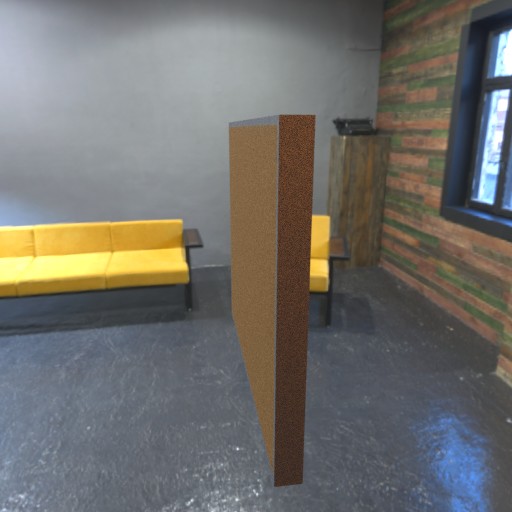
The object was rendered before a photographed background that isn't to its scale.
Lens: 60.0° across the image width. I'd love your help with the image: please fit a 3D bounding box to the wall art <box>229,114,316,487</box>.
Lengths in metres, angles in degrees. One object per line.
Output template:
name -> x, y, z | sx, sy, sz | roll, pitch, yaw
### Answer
wall art -> 0.000, 0.000, 0.768 | 0.037, 0.450, 0.557 | -2, 16, -8
